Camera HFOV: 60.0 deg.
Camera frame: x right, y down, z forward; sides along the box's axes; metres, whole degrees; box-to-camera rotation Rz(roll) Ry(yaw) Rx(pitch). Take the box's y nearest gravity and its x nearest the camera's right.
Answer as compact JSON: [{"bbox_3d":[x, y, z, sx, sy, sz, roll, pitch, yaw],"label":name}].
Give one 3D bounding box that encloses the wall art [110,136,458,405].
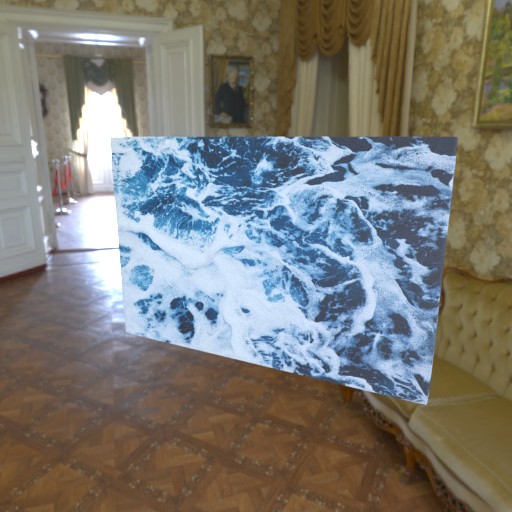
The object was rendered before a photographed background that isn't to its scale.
[{"bbox_3d":[0.000,0.000,1.174,0.915,0.610,0.042,7,17,25],"label":"wall art"}]
